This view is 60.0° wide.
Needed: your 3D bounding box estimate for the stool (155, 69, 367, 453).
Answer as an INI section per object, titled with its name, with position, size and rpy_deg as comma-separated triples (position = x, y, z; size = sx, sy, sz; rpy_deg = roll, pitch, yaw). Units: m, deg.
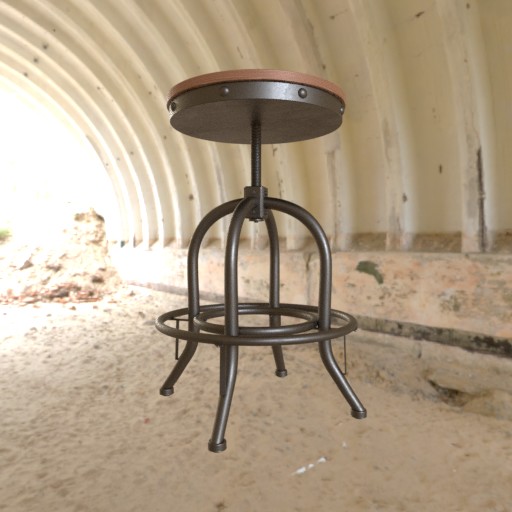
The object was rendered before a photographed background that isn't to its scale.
[stool]
position = 0.000, 0.000, 0.891
size = 0.439, 0.609, 0.439
rpy_deg = 1, 2, 18
